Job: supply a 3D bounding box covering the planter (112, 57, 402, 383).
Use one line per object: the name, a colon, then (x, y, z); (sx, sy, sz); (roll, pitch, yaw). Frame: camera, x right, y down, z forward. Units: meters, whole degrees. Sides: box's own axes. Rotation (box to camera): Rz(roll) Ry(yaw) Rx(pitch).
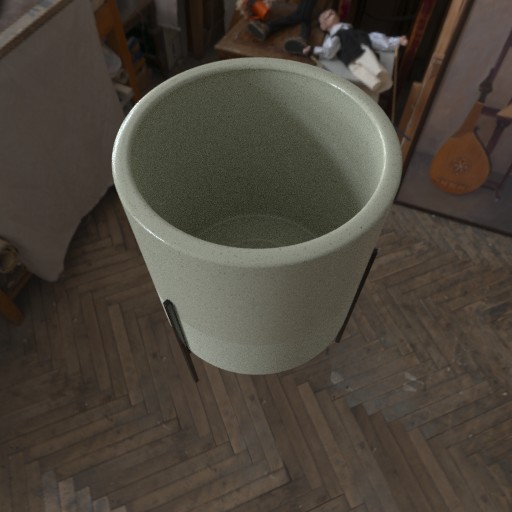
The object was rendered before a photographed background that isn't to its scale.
planter: (0.000, 0.000, 0.685); (0.314, 0.475, 0.323); (-14, 59, -8)
